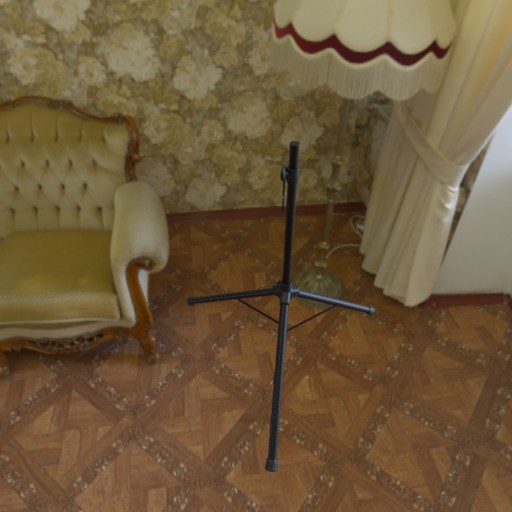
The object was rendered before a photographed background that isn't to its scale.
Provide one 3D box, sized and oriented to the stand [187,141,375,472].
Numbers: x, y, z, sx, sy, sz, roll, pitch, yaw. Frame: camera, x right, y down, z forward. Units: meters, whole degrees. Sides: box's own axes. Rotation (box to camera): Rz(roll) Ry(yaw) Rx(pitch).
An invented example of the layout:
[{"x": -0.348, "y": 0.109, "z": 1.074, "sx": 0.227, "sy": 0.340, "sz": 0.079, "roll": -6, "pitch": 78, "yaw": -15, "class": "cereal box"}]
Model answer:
[{"x": 0.000, "y": 0.000, "z": 1.898, "sx": 0.907, "sy": 1.136, "sz": 1.045, "roll": 25, "pitch": 47, "yaw": 26, "class": "stand"}]
